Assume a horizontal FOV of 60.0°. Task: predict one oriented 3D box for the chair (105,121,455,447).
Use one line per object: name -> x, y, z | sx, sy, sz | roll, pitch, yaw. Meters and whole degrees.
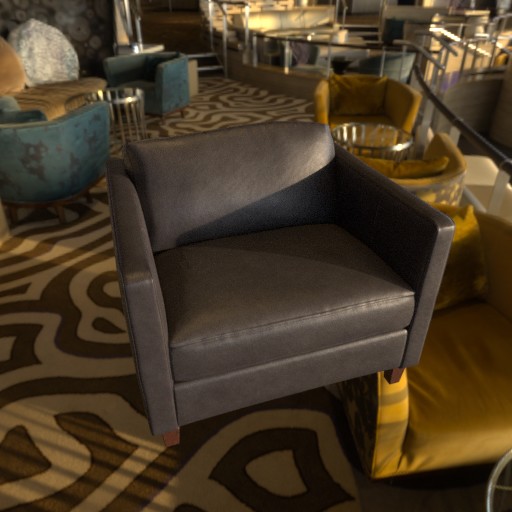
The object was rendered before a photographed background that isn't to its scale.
chair -> 0.000, 0.000, 1.589 | 0.939, 0.811, 0.862 | -10, 33, -15
